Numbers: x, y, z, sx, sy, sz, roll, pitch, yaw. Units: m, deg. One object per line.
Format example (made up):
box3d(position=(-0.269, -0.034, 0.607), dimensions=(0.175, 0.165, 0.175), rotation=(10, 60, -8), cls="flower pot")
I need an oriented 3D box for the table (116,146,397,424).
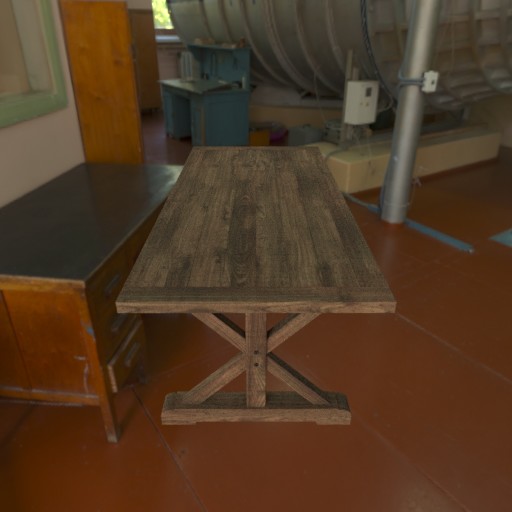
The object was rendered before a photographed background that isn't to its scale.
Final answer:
box3d(position=(0.000, 0.000, 2.496), dimensions=(0.907, 0.733, 2.031), rotation=(0, 28, 0), cls="table")
